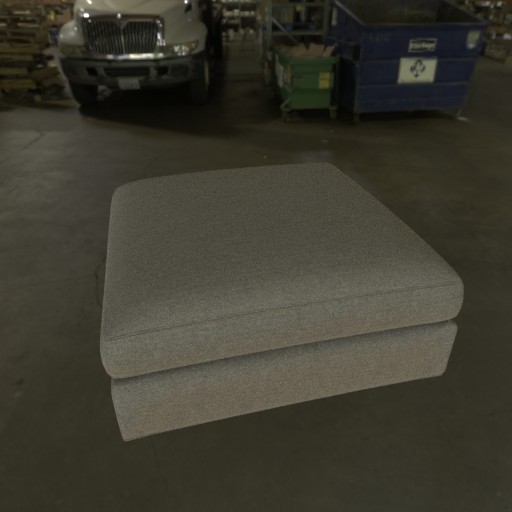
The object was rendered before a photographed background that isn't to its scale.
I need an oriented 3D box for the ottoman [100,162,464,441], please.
[{"bbox_3d":[0.000,0.000,1.644,1.041,0.470,1.041,-7,32,-12],"label":"ottoman"}]
